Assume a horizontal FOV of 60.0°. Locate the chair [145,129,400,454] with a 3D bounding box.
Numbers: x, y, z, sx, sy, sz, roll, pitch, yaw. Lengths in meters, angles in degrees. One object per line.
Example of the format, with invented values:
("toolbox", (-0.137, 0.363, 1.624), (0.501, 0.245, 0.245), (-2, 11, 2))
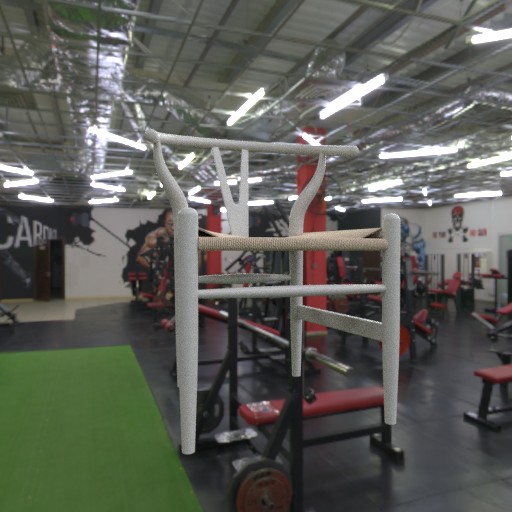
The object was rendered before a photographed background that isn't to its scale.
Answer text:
("chair", (0.000, 0.000, 1.159), (0.569, 0.730, 0.579), (0, 1, -18))
